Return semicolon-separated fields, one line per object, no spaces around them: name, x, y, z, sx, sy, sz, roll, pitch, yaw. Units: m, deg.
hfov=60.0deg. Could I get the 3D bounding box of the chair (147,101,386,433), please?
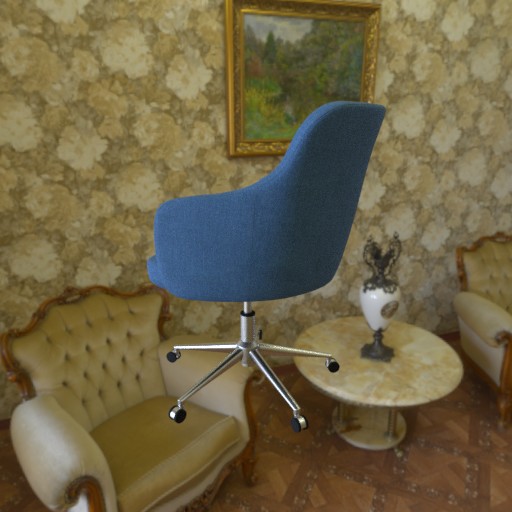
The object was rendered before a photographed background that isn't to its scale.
chair;0.000;0.000;1.275;0.655;0.820;0.599;8;18;24
